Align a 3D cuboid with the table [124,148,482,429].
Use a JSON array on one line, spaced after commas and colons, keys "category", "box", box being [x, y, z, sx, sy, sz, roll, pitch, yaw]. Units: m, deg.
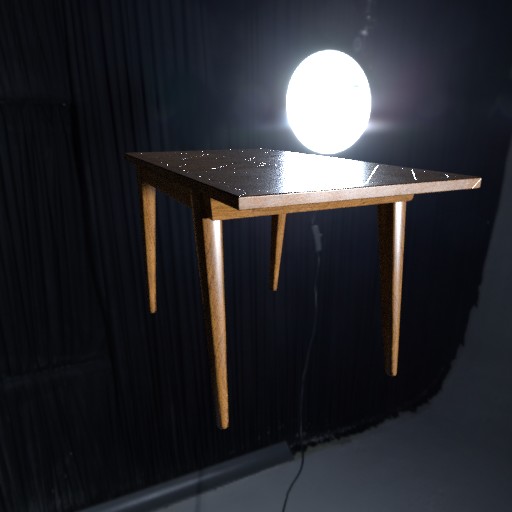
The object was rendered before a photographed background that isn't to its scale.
[{"category": "table", "box": [0.000, 0.000, 1.823, 0.757, 0.760, 1.400, -8, 19, -24]}]
